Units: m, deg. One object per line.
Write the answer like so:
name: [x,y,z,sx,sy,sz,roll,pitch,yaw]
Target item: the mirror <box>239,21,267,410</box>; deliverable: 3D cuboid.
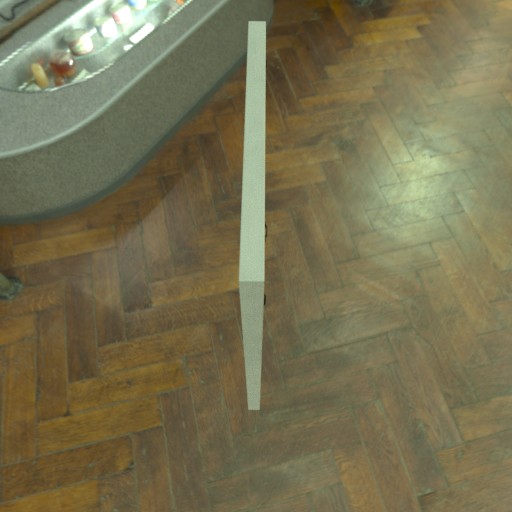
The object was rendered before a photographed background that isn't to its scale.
mirror: [0.000,0.000,1.173,0.041,0.915,0.609,1,60,0]
